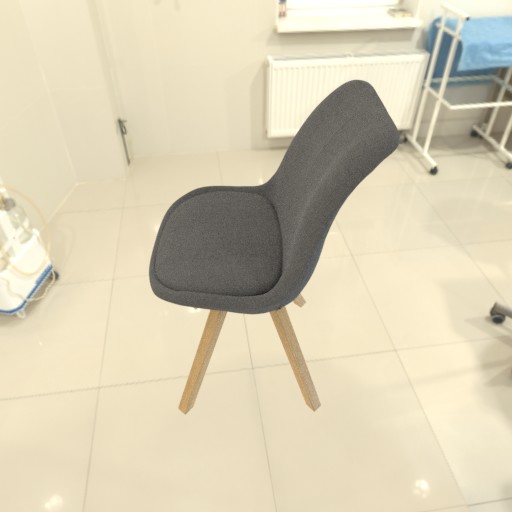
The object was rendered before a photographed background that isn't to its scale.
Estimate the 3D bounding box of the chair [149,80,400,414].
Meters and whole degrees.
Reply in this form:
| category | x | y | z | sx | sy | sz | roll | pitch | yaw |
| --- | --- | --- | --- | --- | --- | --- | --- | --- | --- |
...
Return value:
| category | x | y | z | sx | sy | sz | roll | pitch | yaw |
| --- | --- | --- | --- | --- | --- | --- | --- | --- | --- |
| chair | 0.000 | 0.000 | 1.196 | 0.550 | 0.850 | 0.485 | -1 | 42 | -1 |
